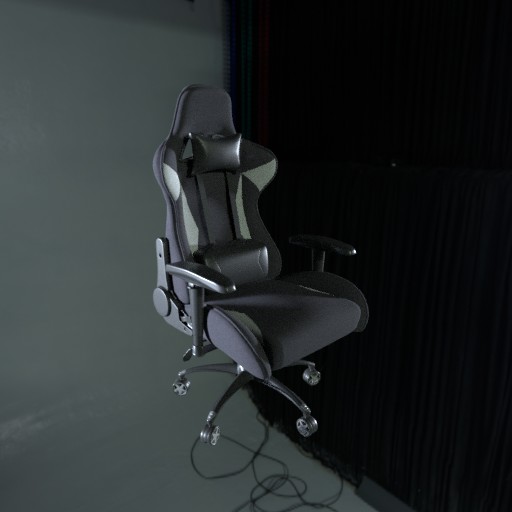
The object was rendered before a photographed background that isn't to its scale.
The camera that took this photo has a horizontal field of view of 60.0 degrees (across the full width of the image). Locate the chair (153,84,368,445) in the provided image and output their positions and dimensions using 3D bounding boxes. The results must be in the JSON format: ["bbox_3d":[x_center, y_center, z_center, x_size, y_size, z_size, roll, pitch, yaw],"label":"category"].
[{"bbox_3d":[0.000,0.000,1.727,0.730,1.300,0.695,-14,20,-42],"label":"chair"}]
